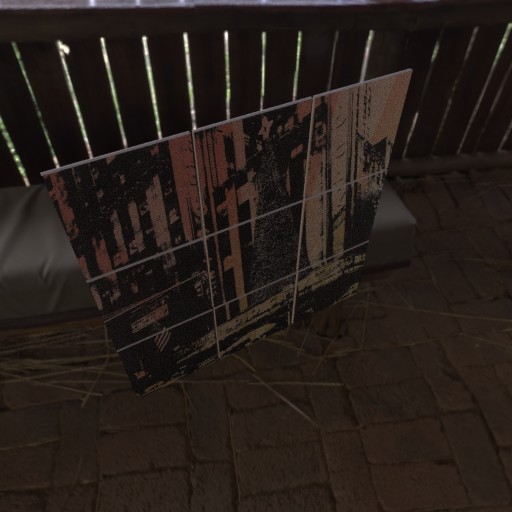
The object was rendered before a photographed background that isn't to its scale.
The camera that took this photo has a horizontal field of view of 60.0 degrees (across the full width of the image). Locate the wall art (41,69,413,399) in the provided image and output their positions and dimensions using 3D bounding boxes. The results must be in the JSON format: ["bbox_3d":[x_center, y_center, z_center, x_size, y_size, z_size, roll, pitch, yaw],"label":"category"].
[{"bbox_3d":[0.000,0.000,2.181,1.527,1.521,0.017,-22,50,-20],"label":"wall art"}]
